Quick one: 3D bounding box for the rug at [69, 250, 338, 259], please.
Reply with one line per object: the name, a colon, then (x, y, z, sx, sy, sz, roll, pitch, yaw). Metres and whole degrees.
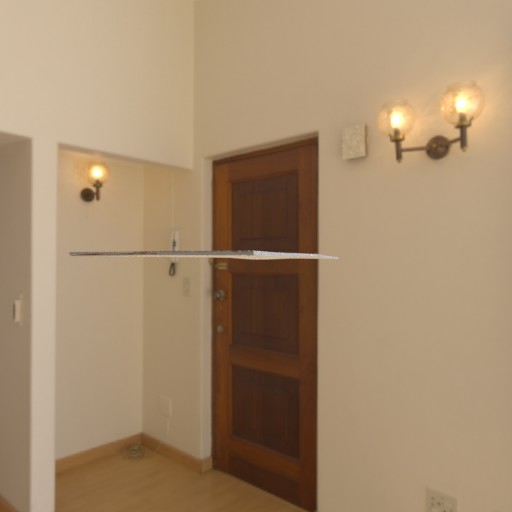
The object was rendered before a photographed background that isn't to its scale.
rug: (0.000, 0.000, 2.583, 0.692, 0.032, 2.320, 0, -1, 17)
